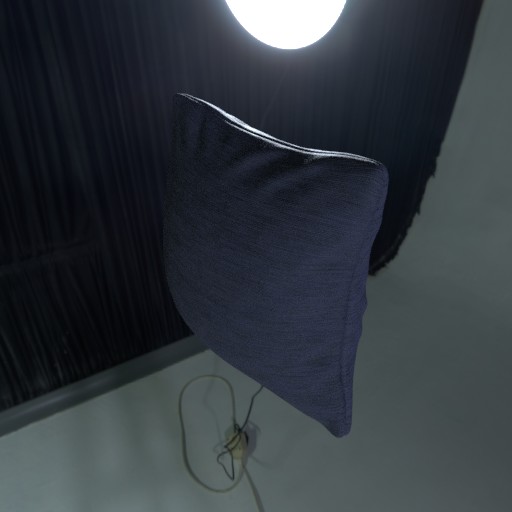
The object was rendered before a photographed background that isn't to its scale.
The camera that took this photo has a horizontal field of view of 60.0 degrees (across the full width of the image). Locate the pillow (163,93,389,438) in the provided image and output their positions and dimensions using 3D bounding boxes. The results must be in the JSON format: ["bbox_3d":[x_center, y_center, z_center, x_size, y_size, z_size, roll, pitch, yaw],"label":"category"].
[{"bbox_3d":[0.000,0.000,0.679,0.246,0.414,0.432,-21,38,-30],"label":"pillow"}]
